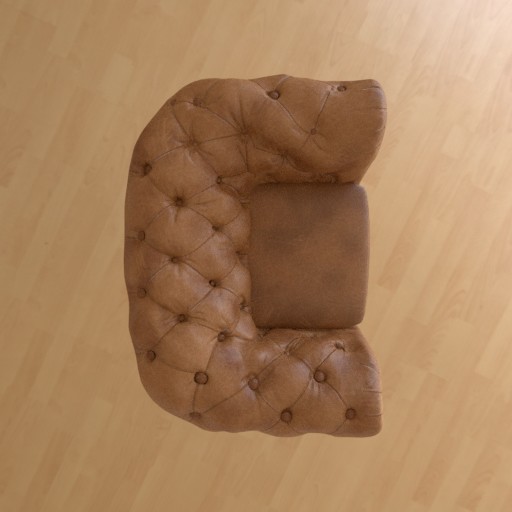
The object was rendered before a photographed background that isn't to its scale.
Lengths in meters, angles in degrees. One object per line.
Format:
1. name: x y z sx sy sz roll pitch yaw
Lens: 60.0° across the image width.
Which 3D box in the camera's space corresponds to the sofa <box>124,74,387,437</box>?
1. sofa: 0.000 0.000 2.038 1.033 0.878 1.405 0 92 1
